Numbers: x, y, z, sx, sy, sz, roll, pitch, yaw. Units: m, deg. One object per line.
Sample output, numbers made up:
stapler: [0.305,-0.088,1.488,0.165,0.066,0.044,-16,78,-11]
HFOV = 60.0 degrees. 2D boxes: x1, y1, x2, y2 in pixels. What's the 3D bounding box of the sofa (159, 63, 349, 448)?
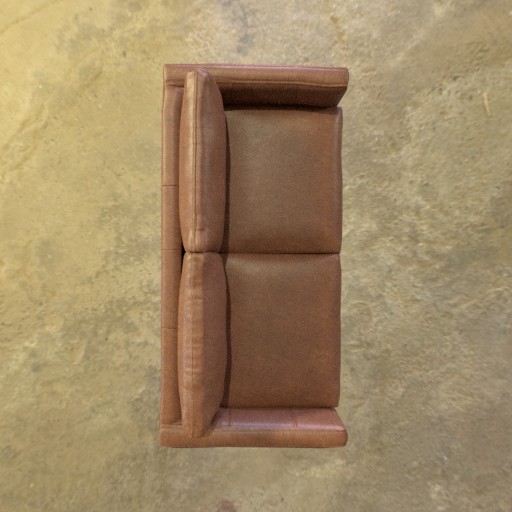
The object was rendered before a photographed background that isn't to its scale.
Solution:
sofa: [0.000,0.000,2.266,0.899,0.883,1.797,0,89,-1]
